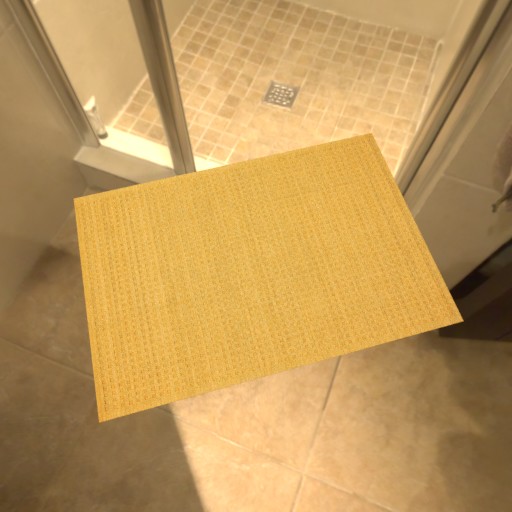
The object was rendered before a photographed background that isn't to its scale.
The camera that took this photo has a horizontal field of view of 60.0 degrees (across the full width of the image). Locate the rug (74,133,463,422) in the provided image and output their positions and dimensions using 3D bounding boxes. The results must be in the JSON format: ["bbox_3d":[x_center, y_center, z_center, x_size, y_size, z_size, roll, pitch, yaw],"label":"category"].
[{"bbox_3d":[0.000,0.000,3.787,2.895,0.006,1.981,-14,66,-6],"label":"rug"}]
